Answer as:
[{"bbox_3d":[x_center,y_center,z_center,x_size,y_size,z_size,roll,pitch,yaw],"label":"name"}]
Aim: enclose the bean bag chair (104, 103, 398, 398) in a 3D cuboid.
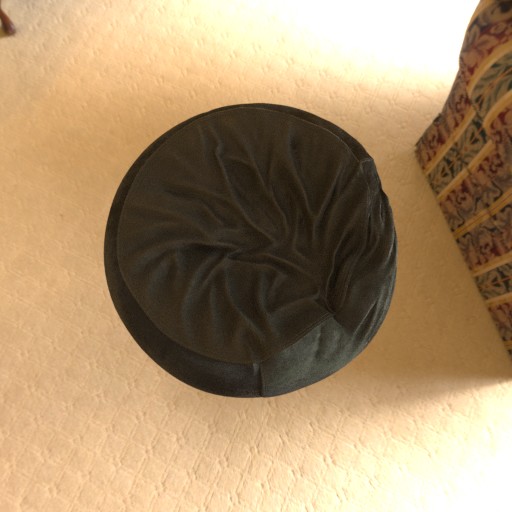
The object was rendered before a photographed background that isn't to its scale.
[{"bbox_3d":[0.000,0.000,1.487,0.918,0.605,0.918,0,74,0],"label":"bean bag chair"}]
